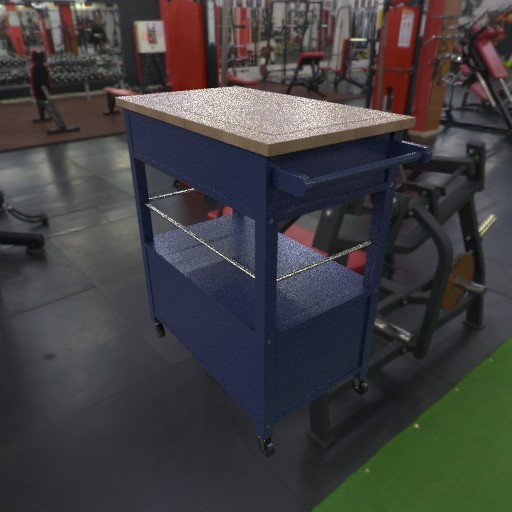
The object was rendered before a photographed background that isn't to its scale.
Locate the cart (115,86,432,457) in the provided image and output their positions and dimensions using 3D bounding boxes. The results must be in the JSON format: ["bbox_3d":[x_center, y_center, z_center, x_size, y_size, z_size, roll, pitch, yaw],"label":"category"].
[{"bbox_3d":[0.000,0.000,1.402,0.459,0.901,0.840,-19,33,-32],"label":"cart"}]
